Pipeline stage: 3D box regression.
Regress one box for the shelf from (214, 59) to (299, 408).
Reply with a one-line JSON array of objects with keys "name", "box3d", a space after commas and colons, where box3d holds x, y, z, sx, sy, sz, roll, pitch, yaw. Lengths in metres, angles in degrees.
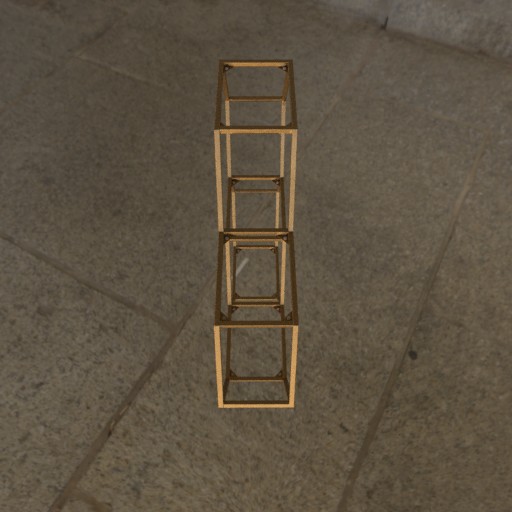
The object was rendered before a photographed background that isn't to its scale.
[{"name": "shelf", "box3d": [0.000, 0.000, 1.066, 0.150, 0.701, 0.708, 0, 58, 0]}]
